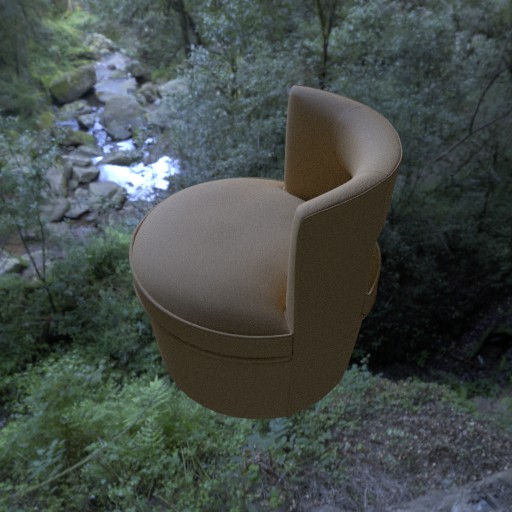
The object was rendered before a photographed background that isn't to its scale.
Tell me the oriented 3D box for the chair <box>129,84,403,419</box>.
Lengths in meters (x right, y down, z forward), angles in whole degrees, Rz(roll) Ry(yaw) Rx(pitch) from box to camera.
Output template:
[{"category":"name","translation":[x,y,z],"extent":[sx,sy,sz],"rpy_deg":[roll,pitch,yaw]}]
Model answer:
[{"category":"chair","translation":[0.000,0.000,1.208],"extent":[0.665,0.723,0.650],"rpy_deg":[2,41,2]}]
